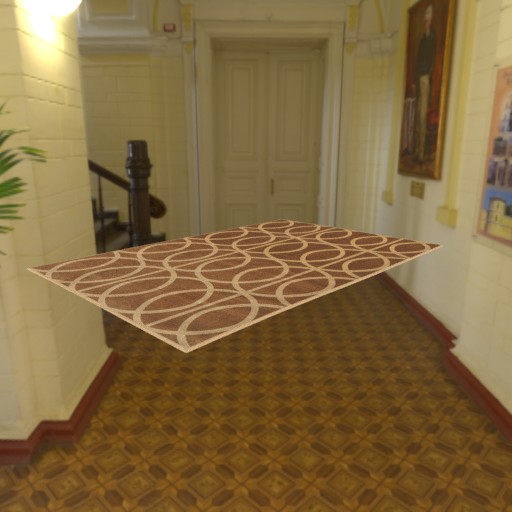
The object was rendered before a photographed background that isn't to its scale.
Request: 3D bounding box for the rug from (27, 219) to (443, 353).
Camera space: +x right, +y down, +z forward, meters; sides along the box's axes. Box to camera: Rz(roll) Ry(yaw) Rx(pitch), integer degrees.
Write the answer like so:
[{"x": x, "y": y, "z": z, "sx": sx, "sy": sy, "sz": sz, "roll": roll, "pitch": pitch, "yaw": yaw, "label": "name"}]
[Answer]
[{"x": 0.000, "y": 0.000, "z": 2.881, "sx": 1.528, "sy": 0.014, "sz": 2.294, "roll": 14, "pitch": 20, "yaw": 42, "label": "rug"}]
